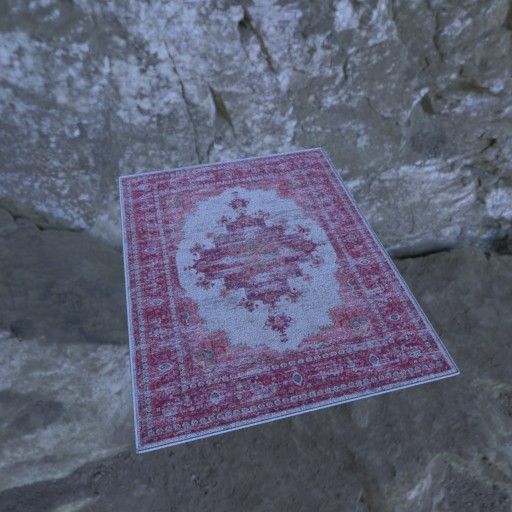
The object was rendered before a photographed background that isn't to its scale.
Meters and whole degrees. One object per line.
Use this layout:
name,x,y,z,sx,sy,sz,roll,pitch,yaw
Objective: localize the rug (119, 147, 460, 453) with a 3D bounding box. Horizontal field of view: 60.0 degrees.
rug,0.000,0.000,4.207,2.447,0.017,3.123,-10,48,-9
